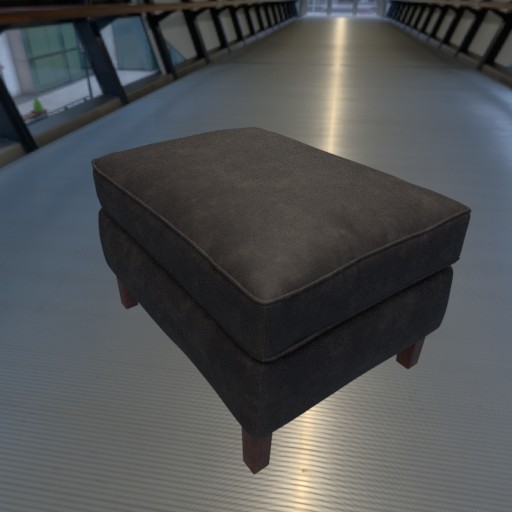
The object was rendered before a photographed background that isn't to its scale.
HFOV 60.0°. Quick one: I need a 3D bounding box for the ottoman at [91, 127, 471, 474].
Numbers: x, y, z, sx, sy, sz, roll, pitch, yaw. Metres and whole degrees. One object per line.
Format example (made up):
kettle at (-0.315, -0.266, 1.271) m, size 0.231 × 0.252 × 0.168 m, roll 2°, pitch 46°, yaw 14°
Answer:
ottoman at (0.000, 0.000, 0.954) m, size 0.501 × 0.413 × 0.665 m, roll -21°, pitch 37°, yaw -30°
